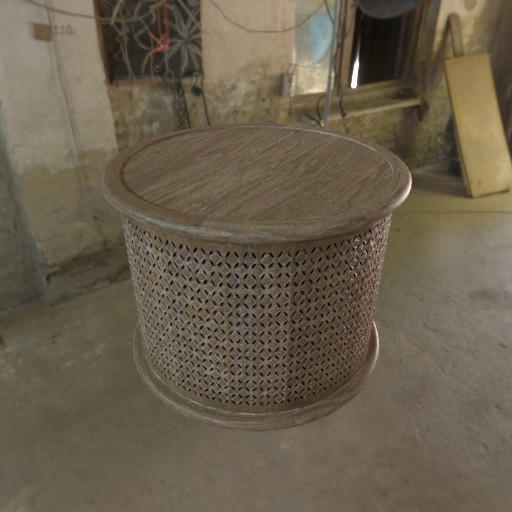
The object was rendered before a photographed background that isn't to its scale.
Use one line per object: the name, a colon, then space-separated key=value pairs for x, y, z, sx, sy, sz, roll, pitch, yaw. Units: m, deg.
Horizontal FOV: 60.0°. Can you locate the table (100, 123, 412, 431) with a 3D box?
table: x=0.000 y=0.000 z=1.013 sx=0.607 sy=0.450 sz=0.607 roll=0 pitch=31 yaw=0
